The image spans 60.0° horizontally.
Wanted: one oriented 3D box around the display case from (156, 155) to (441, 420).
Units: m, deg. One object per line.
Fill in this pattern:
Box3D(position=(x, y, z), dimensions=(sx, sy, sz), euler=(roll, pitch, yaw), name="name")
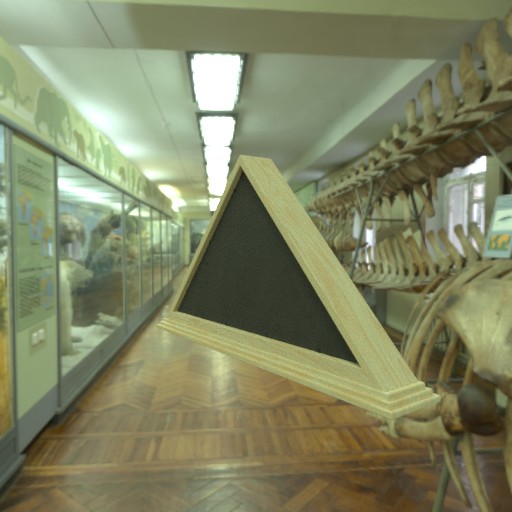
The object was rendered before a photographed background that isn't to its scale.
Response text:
Box3D(position=(0.000, 0.000, 0.768), dimensions=(0.095, 0.340, 0.640), euler=(-1, 2, -36), name="display case")
